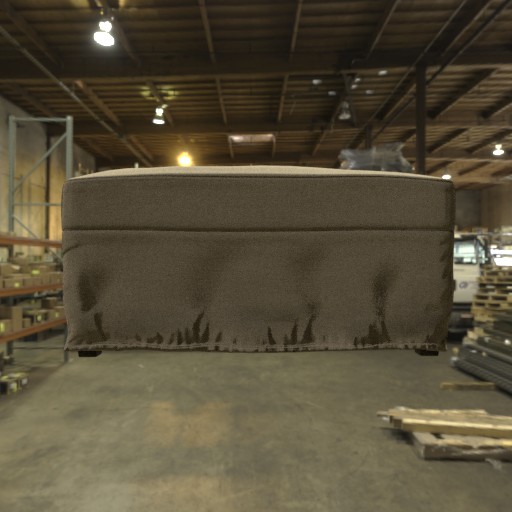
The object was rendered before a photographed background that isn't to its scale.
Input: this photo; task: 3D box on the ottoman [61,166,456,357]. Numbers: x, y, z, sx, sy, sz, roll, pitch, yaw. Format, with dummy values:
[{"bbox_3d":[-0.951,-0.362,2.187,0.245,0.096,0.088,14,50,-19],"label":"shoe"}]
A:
[{"bbox_3d":[0.000,0.000,1.321,0.843,0.436,0.840,0,-1,-1],"label":"ottoman"}]
